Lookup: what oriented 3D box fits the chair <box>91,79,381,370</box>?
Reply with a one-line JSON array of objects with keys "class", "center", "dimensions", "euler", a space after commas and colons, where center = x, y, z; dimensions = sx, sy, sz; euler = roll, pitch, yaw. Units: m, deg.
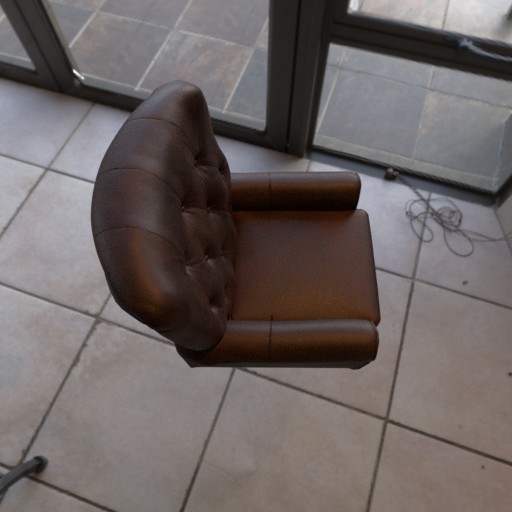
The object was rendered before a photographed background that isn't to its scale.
[{"class": "chair", "center": [0.000, 0.000, 1.893], "dimensions": [1.058, 1.158, 0.948], "euler": [0, 64, 0]}]
